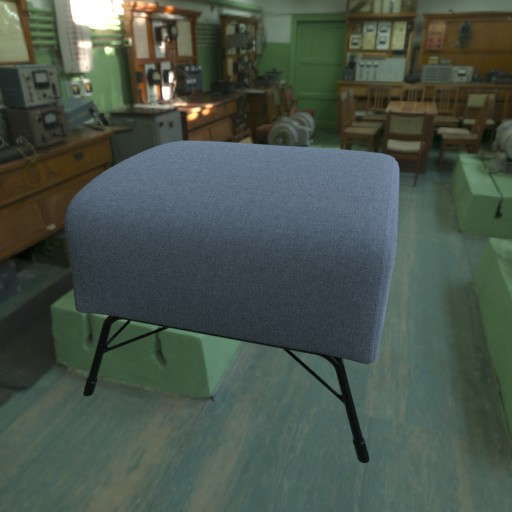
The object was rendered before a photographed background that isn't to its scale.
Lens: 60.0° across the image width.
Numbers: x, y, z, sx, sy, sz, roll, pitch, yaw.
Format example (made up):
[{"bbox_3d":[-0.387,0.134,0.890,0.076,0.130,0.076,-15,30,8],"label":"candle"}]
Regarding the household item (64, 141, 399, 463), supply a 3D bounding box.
[{"bbox_3d":[0.000,0.000,0.905,0.530,0.410,0.530,7,27,15],"label":"household item"}]
